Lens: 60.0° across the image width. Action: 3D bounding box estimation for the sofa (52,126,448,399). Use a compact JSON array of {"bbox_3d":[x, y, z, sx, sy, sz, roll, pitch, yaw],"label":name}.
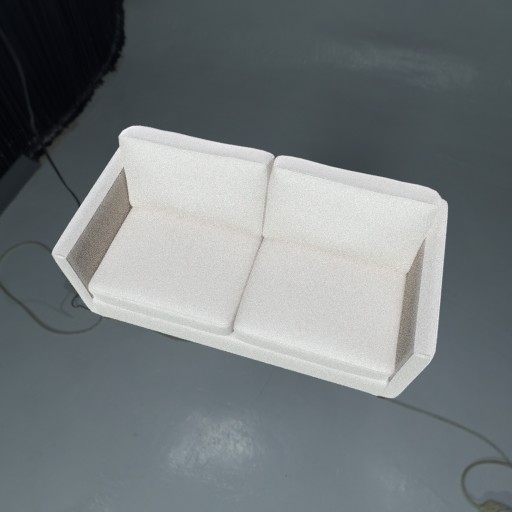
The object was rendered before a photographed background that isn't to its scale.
[{"bbox_3d":[0.000,0.000,2.281,1.722,0.888,0.873,14,59,9],"label":"sofa"}]
